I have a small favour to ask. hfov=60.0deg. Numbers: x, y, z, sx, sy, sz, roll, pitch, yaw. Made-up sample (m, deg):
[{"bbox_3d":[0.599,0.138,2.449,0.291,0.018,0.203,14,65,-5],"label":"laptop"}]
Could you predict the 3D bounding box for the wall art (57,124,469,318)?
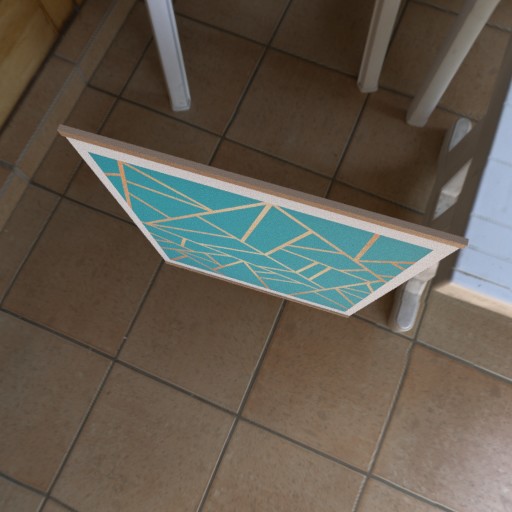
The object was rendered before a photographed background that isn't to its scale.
[{"bbox_3d":[0.000,0.000,1.277,0.758,1.016,0.013,16,76,4],"label":"wall art"}]
